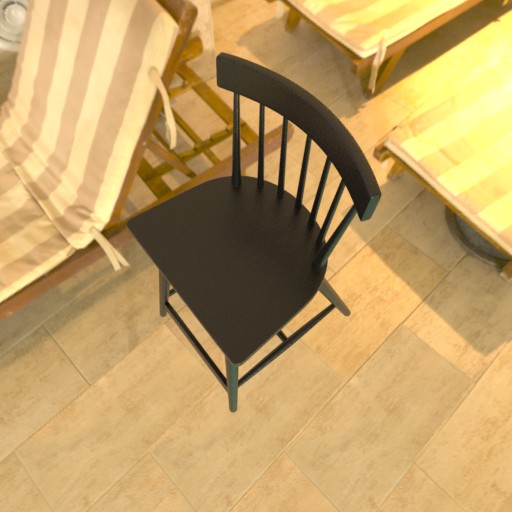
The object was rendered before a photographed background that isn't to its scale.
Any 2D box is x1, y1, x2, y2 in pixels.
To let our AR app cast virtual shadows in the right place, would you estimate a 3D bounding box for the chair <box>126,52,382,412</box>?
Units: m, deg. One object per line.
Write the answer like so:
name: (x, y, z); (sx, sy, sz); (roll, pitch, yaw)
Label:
chair: (0.000, 0.000, 1.250); (0.572, 0.952, 0.483); (-35, 68, -17)
